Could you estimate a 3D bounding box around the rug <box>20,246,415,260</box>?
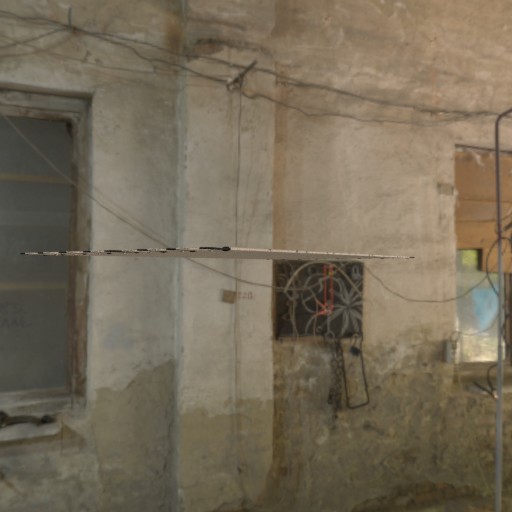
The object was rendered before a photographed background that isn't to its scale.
[{"bbox_3d":[0.000,0.000,3.275,1.524,0.021,2.755,-1,-2,36],"label":"rug"}]
